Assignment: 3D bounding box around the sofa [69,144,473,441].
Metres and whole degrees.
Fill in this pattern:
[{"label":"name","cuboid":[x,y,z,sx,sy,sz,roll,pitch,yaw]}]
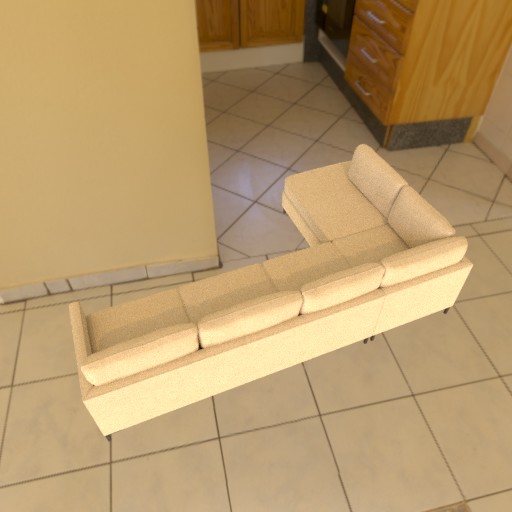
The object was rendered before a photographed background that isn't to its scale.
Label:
[{"label":"sofa","cuboid":[0.000,0.000,4.273,3.384,0.996,2.048,-16,48,-15]}]
